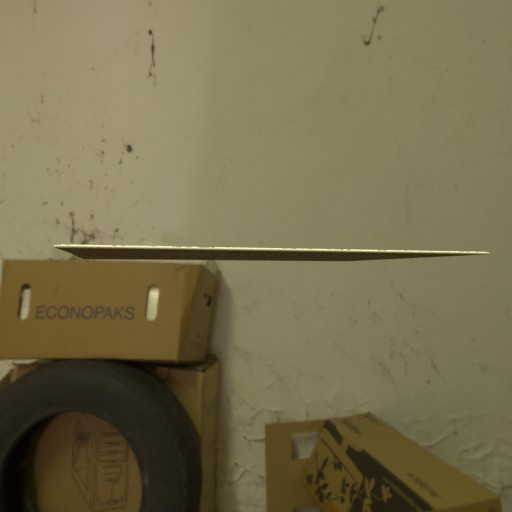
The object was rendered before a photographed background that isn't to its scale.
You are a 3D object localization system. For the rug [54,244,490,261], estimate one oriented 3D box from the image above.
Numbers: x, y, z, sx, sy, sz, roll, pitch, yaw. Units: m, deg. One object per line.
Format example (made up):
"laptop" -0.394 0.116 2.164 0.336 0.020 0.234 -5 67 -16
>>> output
"rug" 0.000 0.000 2.860 2.197 0.014 1.586 1 -2 -17
